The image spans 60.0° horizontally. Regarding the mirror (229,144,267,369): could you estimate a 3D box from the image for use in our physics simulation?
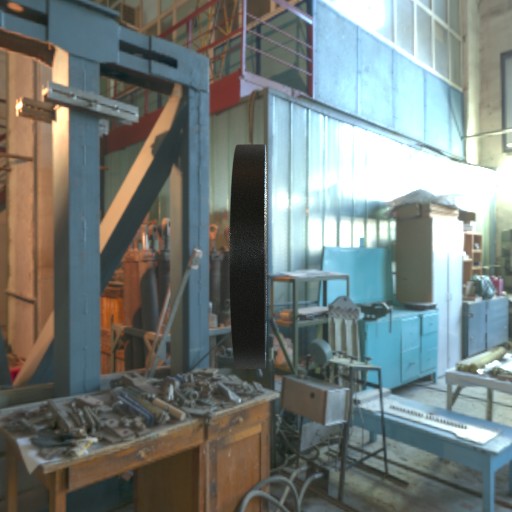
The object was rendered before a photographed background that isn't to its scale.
[{"bbox_3d":[0.000,0.000,0.680,0.032,0.254,0.584,0,0,2],"label":"mirror"}]
